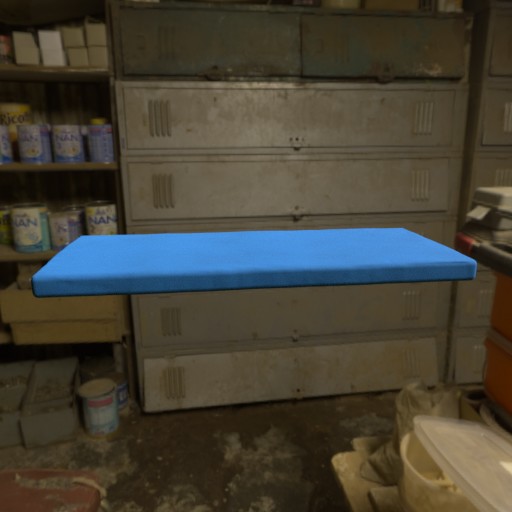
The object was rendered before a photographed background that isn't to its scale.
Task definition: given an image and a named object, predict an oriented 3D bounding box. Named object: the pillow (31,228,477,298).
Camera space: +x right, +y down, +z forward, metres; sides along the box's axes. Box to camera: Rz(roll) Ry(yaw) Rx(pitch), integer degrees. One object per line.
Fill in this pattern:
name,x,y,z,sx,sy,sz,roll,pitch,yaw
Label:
pillow,0.000,0.000,1.354,1.187,0.081,0.492,-2,15,-7
